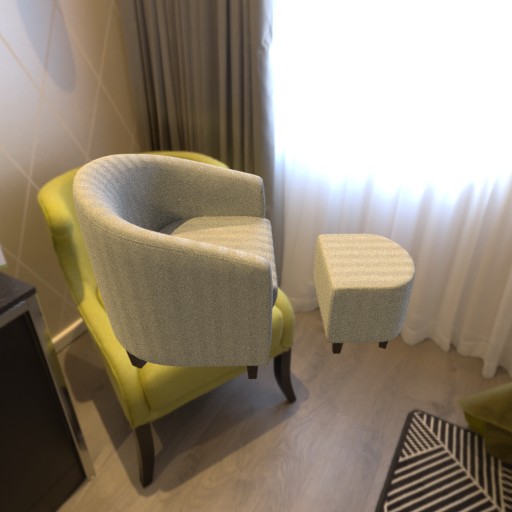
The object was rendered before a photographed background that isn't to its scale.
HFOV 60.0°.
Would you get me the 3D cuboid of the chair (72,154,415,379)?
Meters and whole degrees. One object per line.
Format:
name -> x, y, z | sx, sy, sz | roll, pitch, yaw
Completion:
chair -> 0.000, 0.000, 1.799 | 1.288, 0.757, 0.756 | -1, 33, -1
